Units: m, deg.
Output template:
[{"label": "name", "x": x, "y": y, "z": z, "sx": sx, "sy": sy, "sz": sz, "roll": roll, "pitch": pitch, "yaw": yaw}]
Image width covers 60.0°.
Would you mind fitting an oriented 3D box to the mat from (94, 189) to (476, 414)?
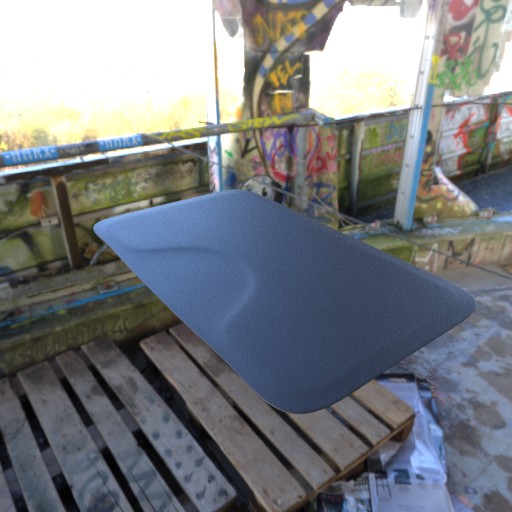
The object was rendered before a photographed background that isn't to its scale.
[{"label": "mat", "x": 0.000, "y": 0.000, "z": 1.832, "sx": 0.918, "sy": 0.013, "sz": 1.524, "roll": -19, "pitch": 33, "yaw": -32}]
